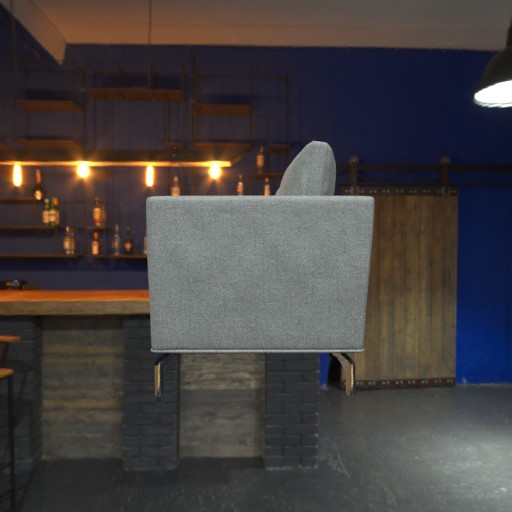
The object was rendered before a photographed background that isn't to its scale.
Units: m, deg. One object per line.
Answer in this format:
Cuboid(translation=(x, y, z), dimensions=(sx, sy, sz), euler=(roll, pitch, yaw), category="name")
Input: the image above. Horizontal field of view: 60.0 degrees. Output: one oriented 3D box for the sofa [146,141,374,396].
Cuboid(translation=(0.000, 0.000, 2.725), dimensions=(0.869, 1.002, 2.212), euler=(0, 1, 0), category="sofa")
